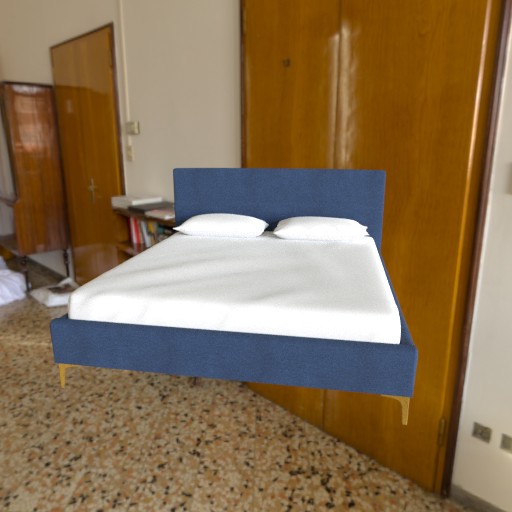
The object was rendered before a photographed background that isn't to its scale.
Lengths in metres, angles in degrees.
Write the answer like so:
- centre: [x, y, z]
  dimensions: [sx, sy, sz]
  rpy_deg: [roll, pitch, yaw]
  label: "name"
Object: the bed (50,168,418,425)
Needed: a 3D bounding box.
- centre: [0.000, 0.000, 3.457]
  dimensions: [2.096, 1.231, 2.232]
  rpy_deg: [3, 15, 10]
  label: "bed"
